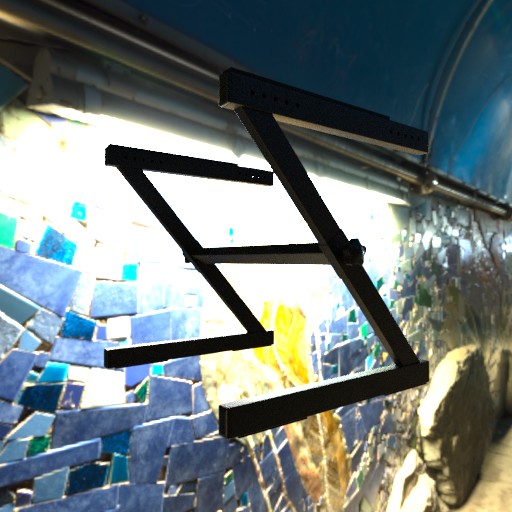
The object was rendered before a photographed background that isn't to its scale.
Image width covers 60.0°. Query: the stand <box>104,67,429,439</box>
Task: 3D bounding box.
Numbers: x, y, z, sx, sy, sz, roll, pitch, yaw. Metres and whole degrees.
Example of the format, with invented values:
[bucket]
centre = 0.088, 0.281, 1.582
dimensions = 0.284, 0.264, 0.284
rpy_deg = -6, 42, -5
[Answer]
[stand]
centre = 0.000, 0.000, 1.149
dimensions = 0.586, 0.617, 0.700
rpy_deg = 0, -1, -37
